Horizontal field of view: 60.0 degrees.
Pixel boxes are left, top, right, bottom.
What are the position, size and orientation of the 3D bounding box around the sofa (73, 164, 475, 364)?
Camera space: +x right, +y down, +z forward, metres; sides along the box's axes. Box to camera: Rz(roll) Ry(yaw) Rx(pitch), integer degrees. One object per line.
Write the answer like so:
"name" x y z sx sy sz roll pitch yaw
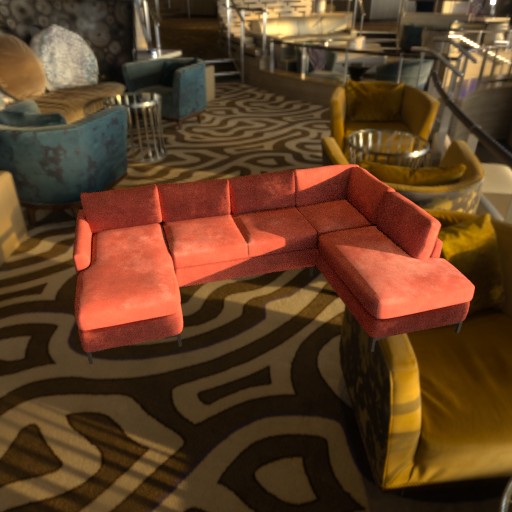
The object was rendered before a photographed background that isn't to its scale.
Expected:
"sofa" 0.000 0.000 3.840 2.971 0.858 1.981 -9 32 -14
